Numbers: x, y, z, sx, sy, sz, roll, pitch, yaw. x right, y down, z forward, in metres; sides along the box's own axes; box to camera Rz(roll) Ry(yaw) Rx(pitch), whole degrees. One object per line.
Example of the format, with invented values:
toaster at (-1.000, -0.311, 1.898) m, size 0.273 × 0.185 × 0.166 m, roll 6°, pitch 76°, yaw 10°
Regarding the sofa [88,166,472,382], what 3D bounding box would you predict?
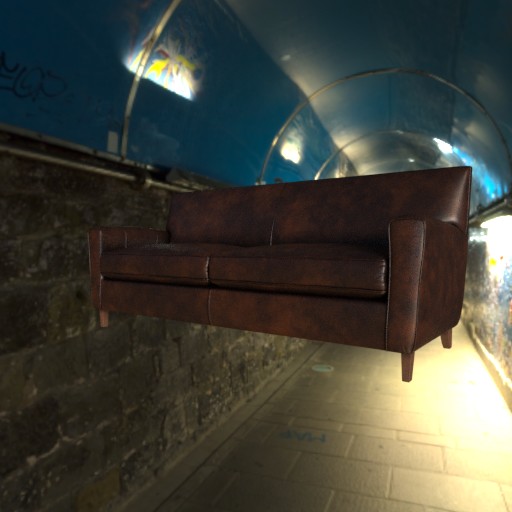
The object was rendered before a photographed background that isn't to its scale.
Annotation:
sofa at (0.000, 0.000, 2.396) m, size 1.995 × 0.871 × 0.786 m, roll 1°, pitch 2°, yaw 36°
